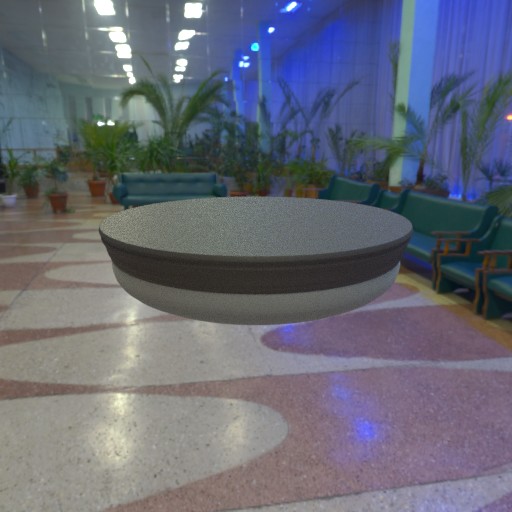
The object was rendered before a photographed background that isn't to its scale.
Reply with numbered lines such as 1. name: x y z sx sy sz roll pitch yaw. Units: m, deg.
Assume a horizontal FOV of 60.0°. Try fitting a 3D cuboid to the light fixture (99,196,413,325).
1. light fixture: 0.000 0.000 0.560 0.368 0.100 0.368 0 15 0
